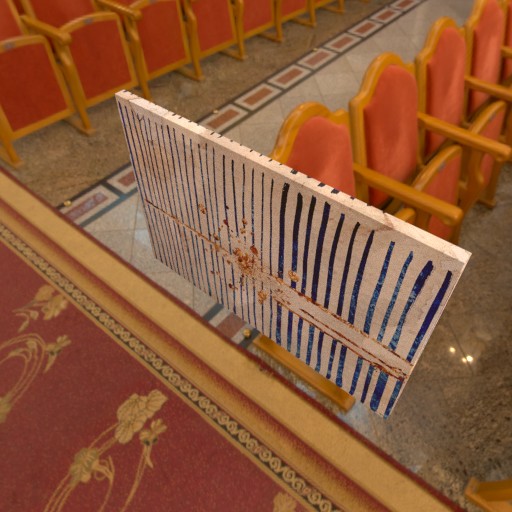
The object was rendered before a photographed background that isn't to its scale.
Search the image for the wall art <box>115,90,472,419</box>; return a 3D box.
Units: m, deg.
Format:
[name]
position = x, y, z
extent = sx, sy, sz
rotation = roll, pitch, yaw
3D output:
[wall art]
position = 0.000, 0.000, 1.158
extent = 0.919, 0.609, 0.030
rotation = 31, 54, 26
